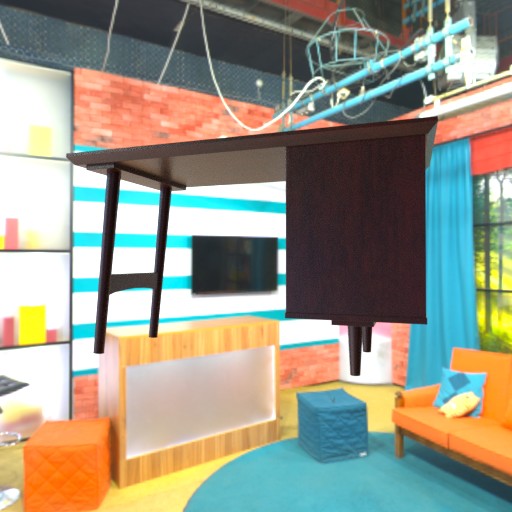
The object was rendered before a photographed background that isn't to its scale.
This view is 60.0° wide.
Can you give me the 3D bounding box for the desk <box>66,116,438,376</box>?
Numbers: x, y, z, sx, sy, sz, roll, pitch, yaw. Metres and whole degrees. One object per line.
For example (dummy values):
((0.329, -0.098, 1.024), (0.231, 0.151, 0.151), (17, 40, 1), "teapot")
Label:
((0.000, 0.000, 1.714), (1.277, 0.758, 0.612), (0, -1, 19), "desk")
